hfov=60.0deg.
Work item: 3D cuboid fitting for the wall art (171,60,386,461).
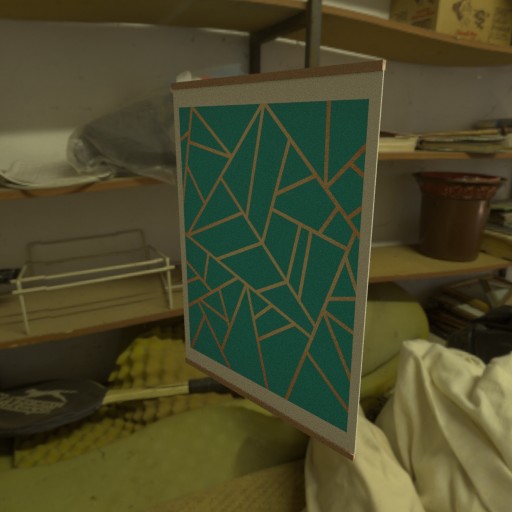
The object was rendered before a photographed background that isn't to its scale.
[{"bbox_3d":[0.000,0.000,1.332,0.758,1.016,0.013,16,22,42],"label":"wall art"}]
